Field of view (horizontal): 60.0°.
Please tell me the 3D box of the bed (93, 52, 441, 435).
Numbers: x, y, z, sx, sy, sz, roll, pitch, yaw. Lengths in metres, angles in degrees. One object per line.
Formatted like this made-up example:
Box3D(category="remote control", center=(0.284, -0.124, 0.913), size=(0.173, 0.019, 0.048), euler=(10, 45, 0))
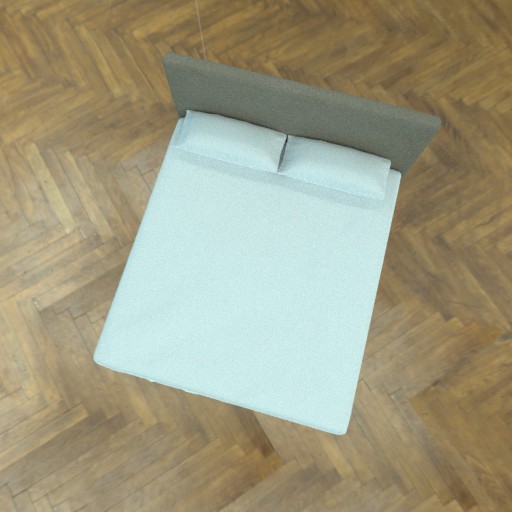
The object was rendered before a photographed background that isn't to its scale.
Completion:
Box3D(category="bed", center=(0.000, 0.000, 3.496), size=(2.119, 1.317, 2.341), euler=(15, 76, 4))
